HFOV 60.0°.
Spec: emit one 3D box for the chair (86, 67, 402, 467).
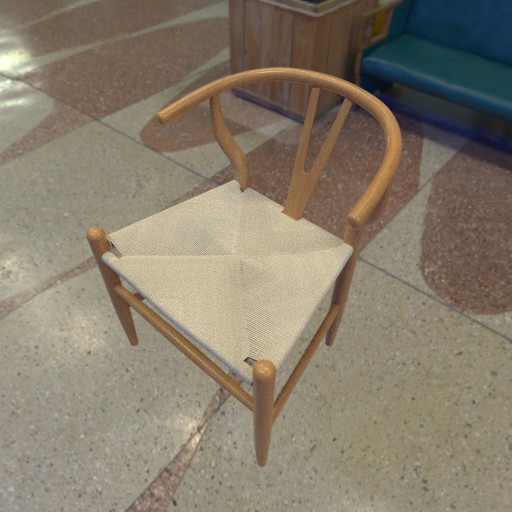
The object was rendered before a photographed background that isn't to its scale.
[{"bbox_3d":[0.000,0.000,1.121,0.569,0.730,0.579,33,55,28],"label":"chair"}]
